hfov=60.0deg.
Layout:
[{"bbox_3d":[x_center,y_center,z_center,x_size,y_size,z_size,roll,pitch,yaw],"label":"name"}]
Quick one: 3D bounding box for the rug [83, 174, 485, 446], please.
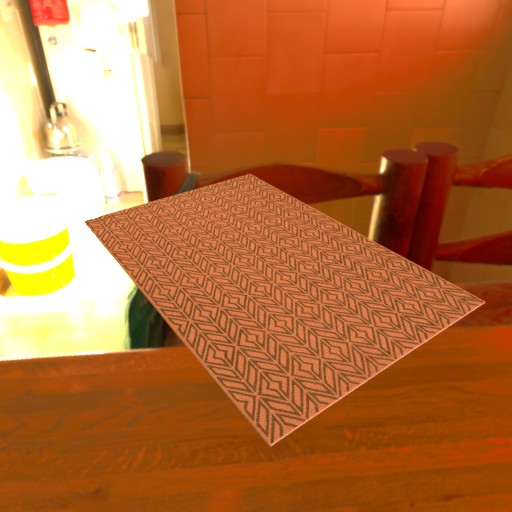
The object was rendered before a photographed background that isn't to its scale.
[{"bbox_3d":[0.000,0.000,2.310,1.220,0.007,1.828,-22,39,-30],"label":"rug"}]
